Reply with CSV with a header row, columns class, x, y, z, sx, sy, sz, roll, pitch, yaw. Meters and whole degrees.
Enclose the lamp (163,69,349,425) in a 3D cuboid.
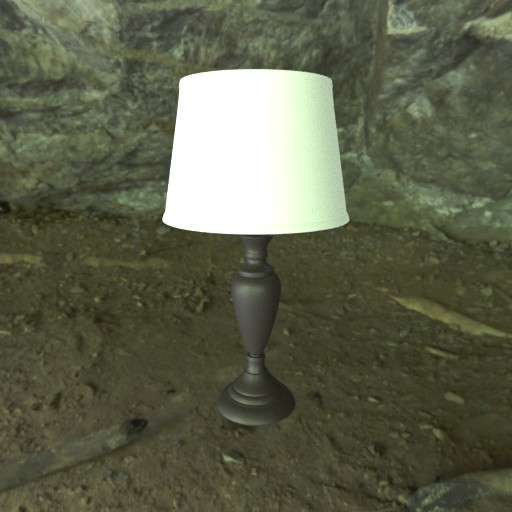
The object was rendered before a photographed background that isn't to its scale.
class,x,y,z,sx,sy,sz,roll,pitch,yaw
lamp,0.000,0.000,0.830,0.335,0.611,0.335,0,13,0
